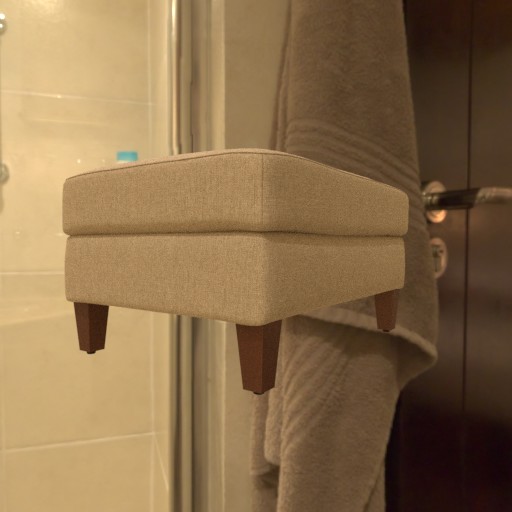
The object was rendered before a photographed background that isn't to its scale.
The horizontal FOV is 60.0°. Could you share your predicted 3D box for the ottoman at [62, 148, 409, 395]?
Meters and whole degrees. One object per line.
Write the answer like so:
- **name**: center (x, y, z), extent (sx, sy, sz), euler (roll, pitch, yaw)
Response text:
- **ottoman**: center (0.000, 0.000, 1.337), extent (0.677, 0.519, 0.898), euler (1, 2, 35)
